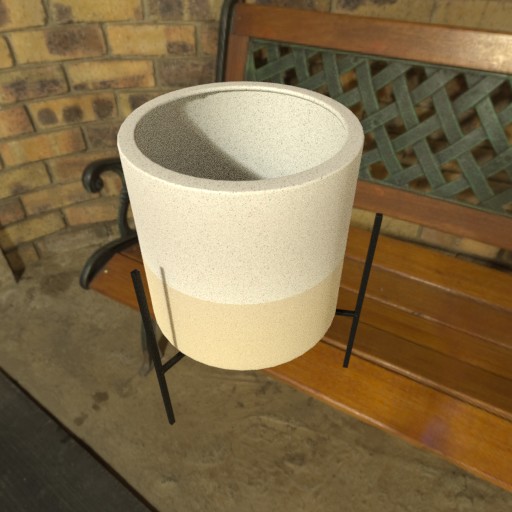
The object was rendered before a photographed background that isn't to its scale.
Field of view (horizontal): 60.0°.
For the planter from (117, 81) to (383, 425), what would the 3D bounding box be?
[{"bbox_3d":[0.000,0.000,0.558,0.267,0.362,0.263,-1,41,-1],"label":"planter"}]
